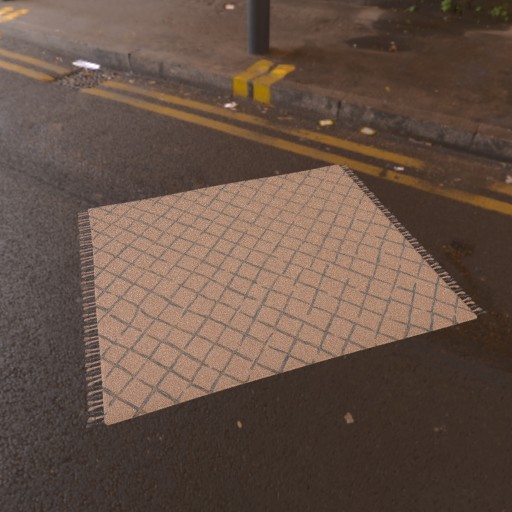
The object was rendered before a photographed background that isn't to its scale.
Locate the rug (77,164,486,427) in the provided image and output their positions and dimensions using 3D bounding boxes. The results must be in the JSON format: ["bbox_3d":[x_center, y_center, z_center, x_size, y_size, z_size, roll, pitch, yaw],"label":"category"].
[{"bbox_3d":[0.000,0.000,4.709,3.585,0.036,2.892,-12,43,-13],"label":"rug"}]
